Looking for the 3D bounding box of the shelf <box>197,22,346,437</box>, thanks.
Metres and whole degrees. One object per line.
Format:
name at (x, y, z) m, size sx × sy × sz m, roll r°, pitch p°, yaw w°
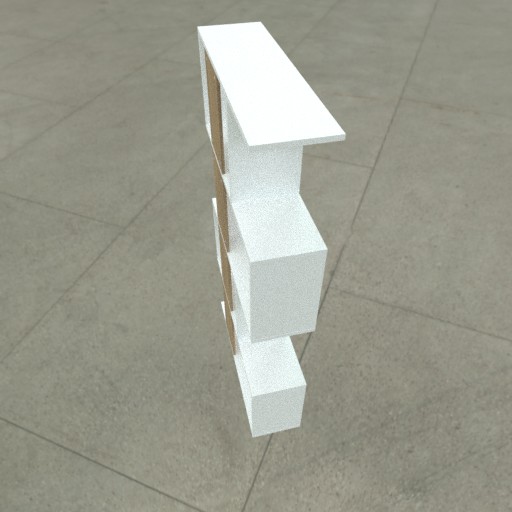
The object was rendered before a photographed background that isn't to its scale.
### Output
shelf at (0.000, 0.000, 1.975) m, size 0.250 × 1.650 × 0.890 m, roll -10°, pitch 45°, yaw -10°
